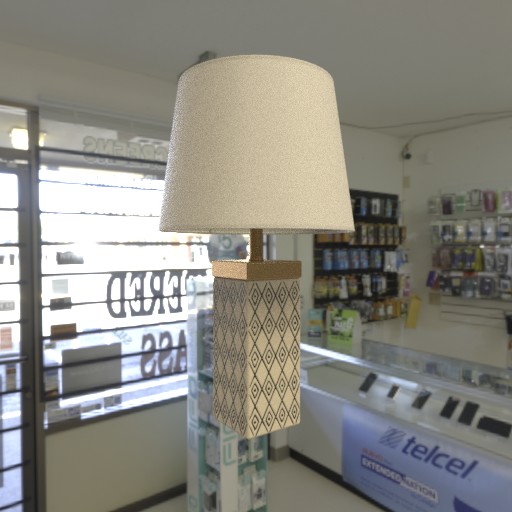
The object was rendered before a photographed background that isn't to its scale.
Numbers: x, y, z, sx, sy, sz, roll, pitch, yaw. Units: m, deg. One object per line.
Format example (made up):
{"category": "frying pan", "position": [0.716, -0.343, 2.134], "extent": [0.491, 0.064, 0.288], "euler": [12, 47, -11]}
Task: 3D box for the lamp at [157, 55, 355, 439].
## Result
{"category": "lamp", "position": [0.000, 0.000, 0.578], "extent": [0.251, 0.435, 0.251], "euler": [0, 1, 0]}
